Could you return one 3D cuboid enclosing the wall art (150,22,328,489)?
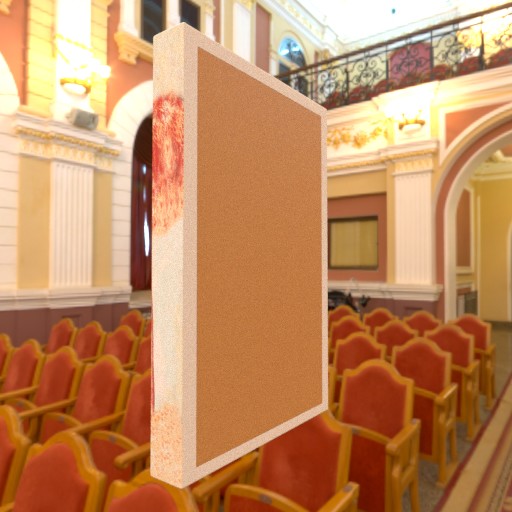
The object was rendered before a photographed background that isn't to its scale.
[{"bbox_3d":[0.000,0.000,0.470,0.039,0.380,0.251,-1,-2,37],"label":"wall art"}]
